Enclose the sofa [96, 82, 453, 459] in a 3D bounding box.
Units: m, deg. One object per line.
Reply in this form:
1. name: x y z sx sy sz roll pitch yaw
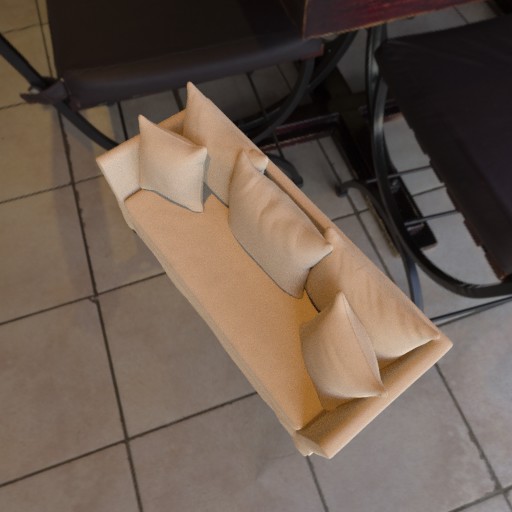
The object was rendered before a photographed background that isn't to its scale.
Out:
1. sofa: 0.000 0.000 3.062 1.046 1.047 2.499 -35 68 -16
